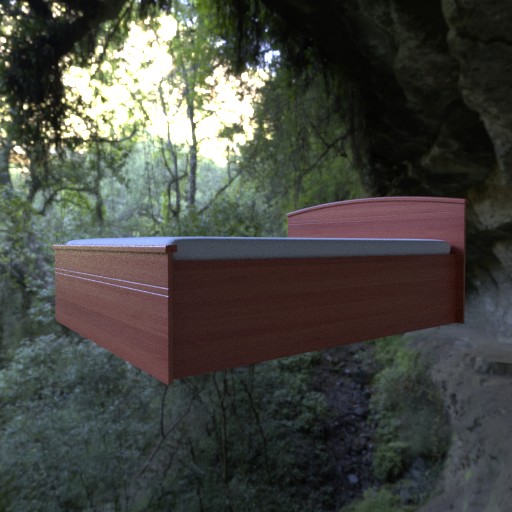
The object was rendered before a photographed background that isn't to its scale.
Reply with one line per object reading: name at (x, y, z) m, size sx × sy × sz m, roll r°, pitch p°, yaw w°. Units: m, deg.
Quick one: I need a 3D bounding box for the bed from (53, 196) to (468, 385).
bed at (0.000, 0.000, 2.835) m, size 2.053 × 0.848 × 1.683 m, roll -1°, pitch 2°, yaw -37°
